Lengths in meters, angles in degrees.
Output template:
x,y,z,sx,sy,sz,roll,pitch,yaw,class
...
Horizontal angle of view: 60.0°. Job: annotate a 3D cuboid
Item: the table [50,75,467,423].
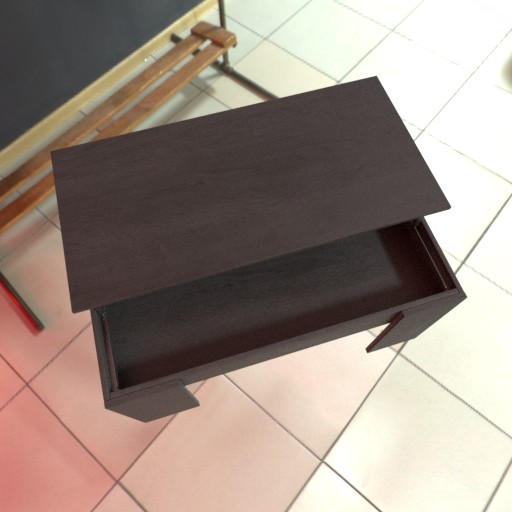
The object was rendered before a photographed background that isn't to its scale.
x,y,z,sx,sy,sz,roll,pitch,yaw,class
0.000,0.000,1.428,1.000,0.570,0.711,-15,66,-7,table
